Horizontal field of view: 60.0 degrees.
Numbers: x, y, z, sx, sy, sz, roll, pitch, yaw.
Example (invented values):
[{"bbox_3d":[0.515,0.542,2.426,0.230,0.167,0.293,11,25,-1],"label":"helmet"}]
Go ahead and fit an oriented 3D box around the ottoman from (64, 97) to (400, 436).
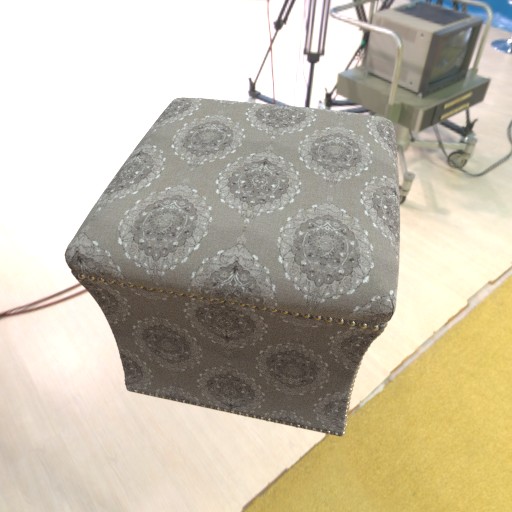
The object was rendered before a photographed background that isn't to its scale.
[{"bbox_3d":[0.000,0.000,0.915,0.497,0.473,0.507,9,46,9],"label":"ottoman"}]
